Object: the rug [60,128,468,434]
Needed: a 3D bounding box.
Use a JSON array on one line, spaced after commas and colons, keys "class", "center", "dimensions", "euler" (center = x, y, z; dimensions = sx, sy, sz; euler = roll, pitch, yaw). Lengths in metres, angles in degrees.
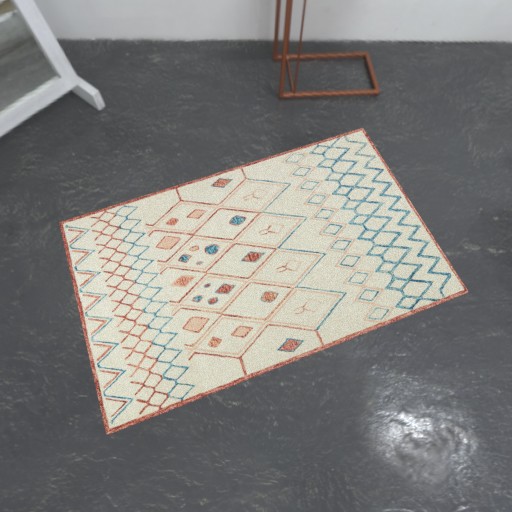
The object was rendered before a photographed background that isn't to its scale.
[{"class": "rug", "center": [0.000, 0.000, 3.064], "dimensions": [2.438, 0.015, 1.524], "euler": [-19, 65, -9]}]
